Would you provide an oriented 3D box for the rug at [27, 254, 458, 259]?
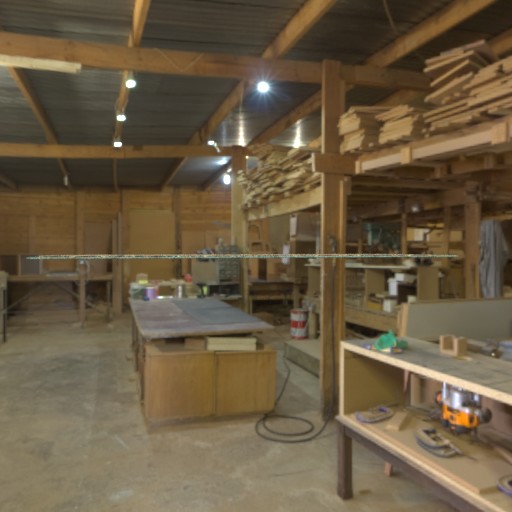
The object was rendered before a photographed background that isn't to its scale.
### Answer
[{"bbox_3d":[0.000,0.000,2.575,2.292,0.014,0.685,0,1,-19],"label":"rug"}]
